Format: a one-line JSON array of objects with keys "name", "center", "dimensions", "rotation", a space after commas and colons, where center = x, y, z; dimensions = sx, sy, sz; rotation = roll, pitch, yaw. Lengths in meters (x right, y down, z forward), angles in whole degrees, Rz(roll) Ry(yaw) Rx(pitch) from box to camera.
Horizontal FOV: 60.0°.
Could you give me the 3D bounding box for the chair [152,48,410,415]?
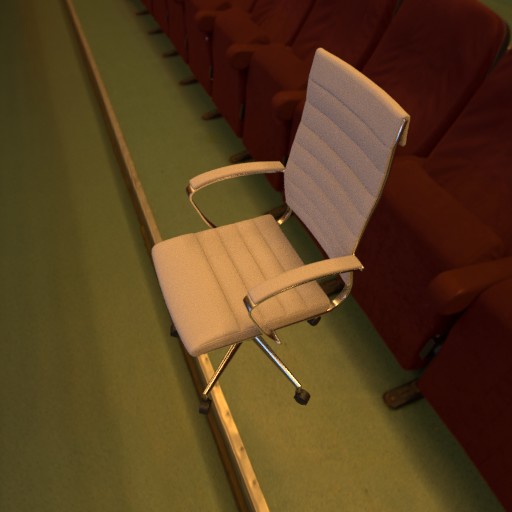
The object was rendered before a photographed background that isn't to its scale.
[{"name": "chair", "center": [0.000, 0.000, 1.529], "dimensions": [0.667, 1.149, 0.679], "rotation": [-17, 49, -16]}]
